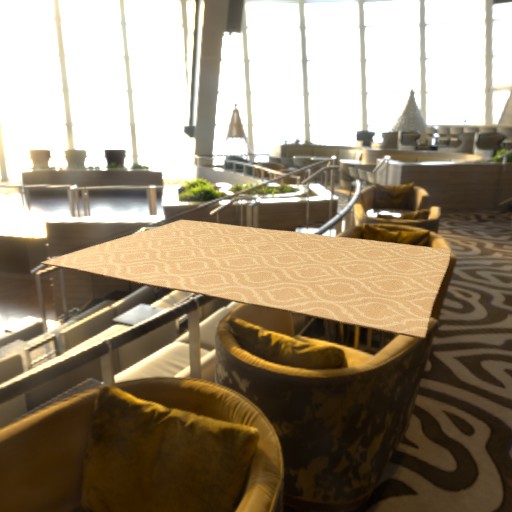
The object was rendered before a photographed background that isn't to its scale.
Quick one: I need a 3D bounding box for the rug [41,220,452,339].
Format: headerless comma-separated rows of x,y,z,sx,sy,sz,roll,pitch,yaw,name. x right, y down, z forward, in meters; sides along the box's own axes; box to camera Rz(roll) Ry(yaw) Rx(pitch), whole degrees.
0.000,0.000,2.236,1.761,0.013,1.152,8,18,26,rug
